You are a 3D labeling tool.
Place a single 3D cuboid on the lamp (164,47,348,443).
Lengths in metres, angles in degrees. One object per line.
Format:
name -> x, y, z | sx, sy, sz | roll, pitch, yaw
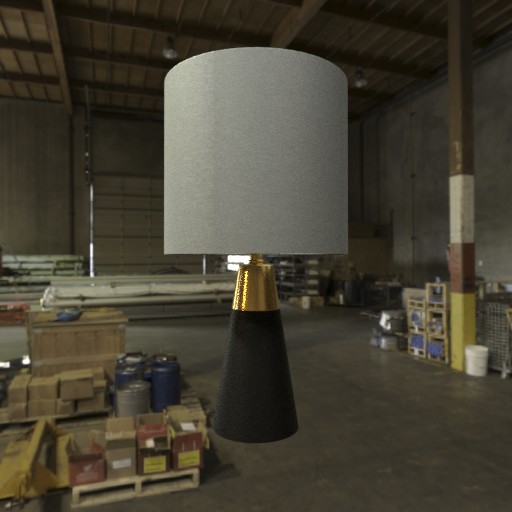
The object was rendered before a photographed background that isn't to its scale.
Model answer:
lamp -> 0.000, 0.000, 0.758 | 0.308, 0.580, 0.308 | 0, 0, -20
